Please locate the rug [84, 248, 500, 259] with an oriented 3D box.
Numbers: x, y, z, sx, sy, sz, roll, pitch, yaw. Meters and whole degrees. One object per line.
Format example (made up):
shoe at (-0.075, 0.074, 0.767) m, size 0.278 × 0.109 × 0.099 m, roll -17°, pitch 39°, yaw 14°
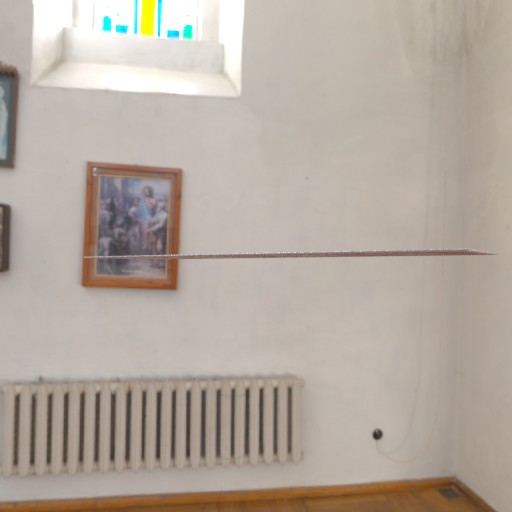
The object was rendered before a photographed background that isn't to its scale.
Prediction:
rug at (0.000, 0.000, 2.447) m, size 2.294 × 0.011 × 0.666 m, roll -1°, pitch -2°, yaw 37°
